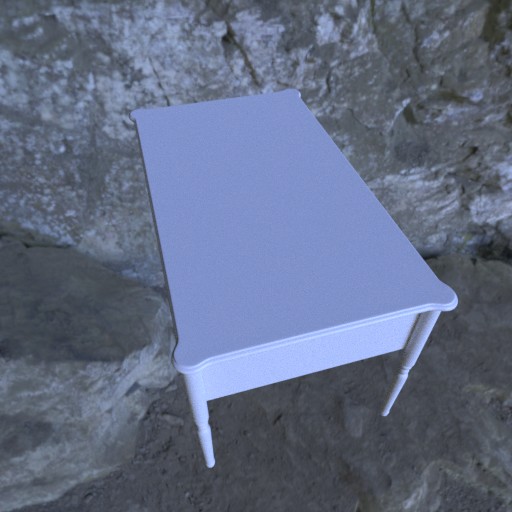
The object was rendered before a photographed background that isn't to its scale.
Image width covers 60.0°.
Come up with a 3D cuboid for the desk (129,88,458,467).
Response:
[{"bbox_3d":[0.000,0.000,1.878,0.807,0.762,1.380,-12,47,-11],"label":"desk"}]
